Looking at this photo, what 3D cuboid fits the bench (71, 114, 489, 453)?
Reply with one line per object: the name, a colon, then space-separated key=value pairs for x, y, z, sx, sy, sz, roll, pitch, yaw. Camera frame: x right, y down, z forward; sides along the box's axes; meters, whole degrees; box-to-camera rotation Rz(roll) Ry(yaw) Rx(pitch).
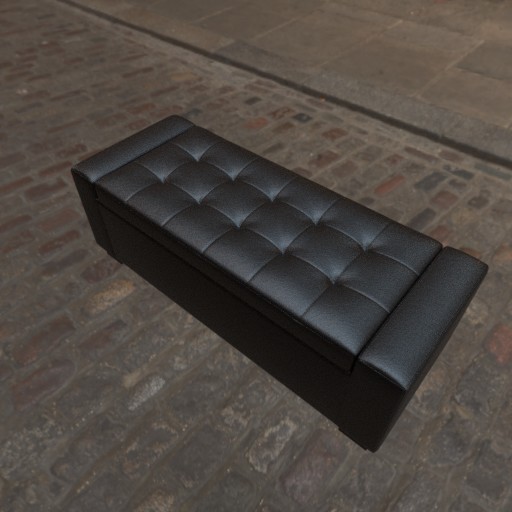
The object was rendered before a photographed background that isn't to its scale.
bench: x=0.000 y=0.000 z=1.535 sx=1.296 sy=0.445 sz=0.508 roll=32 pitch=54 yaw=26
